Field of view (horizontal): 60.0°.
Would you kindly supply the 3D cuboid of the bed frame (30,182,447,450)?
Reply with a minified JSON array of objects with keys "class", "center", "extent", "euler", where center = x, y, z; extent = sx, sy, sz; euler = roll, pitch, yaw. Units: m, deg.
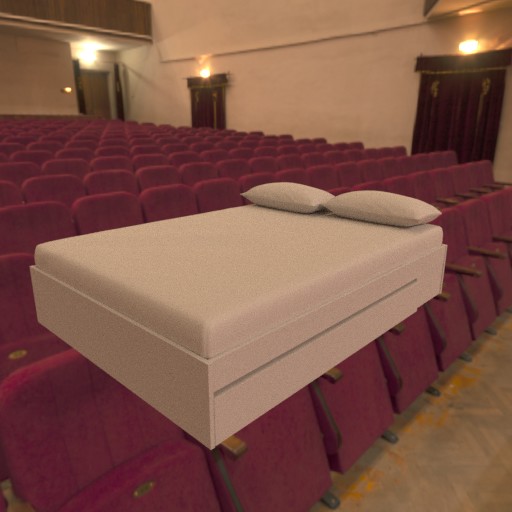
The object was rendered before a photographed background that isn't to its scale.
[{"class":"bed frame","center":[0.000,0.000,2.540],"extent":[1.450,0.629,1.950],"euler":[15,23,41]}]
